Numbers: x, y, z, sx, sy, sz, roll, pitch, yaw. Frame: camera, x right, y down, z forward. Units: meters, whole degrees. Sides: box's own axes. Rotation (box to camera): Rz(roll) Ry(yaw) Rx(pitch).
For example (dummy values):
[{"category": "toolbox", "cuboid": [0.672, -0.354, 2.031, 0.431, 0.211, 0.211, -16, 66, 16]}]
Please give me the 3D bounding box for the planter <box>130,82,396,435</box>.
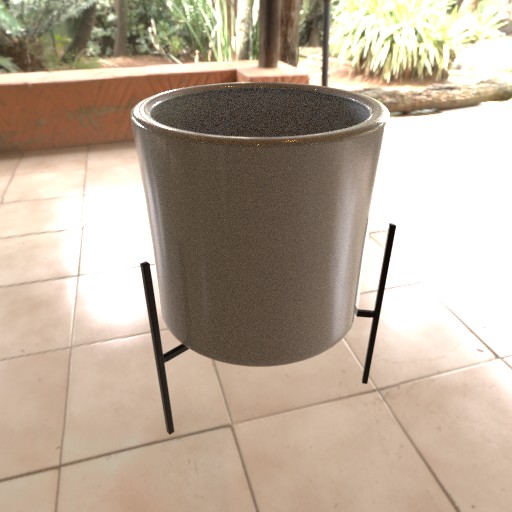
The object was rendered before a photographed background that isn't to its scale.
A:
[{"category": "planter", "cuboid": [0.000, 0.000, 0.712, 0.360, 0.480, 0.361, -9, 32, -15]}]
